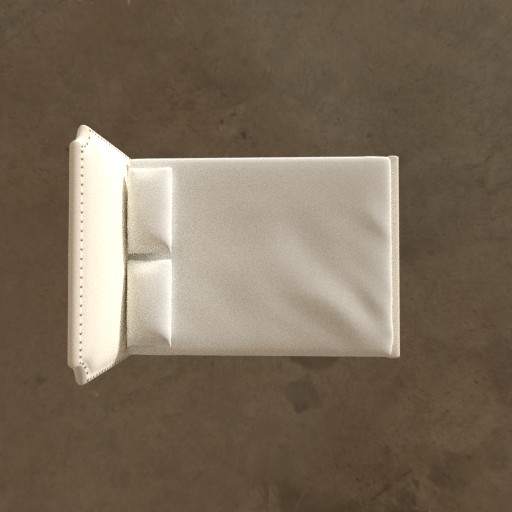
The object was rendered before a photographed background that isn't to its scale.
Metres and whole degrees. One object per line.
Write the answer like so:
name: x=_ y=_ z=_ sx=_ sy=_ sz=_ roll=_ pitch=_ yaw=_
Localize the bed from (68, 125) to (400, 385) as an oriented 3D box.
bed: x=0.000 y=0.000 z=3.455 sx=2.365 sy=1.443 sz=1.712 roll=0 pitch=89 yaw=2
